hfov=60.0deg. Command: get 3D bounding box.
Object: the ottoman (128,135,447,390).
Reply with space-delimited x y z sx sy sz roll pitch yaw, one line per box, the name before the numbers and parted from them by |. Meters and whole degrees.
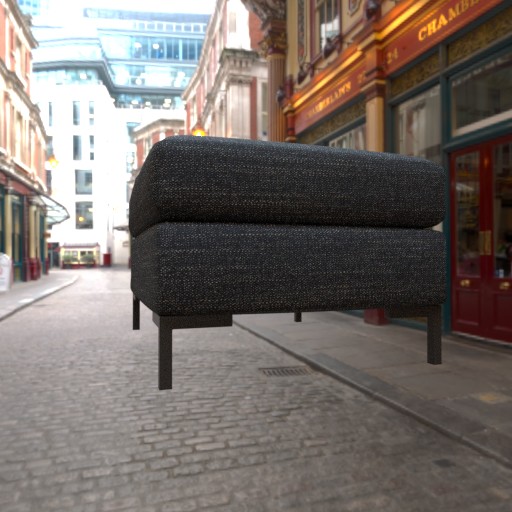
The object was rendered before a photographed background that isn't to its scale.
ottoman | 0.000 0.000 1.253 0.667 0.491 0.814 0 -1 -19
